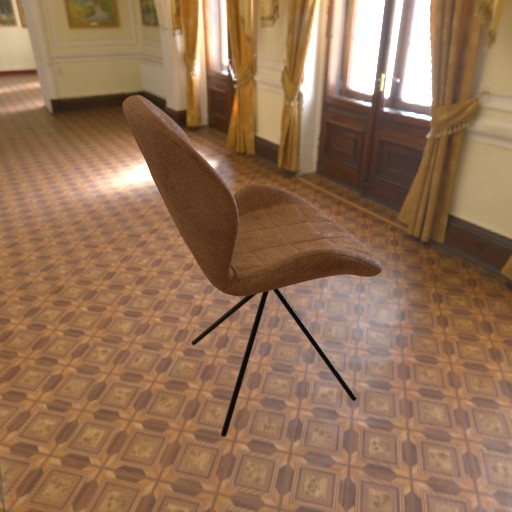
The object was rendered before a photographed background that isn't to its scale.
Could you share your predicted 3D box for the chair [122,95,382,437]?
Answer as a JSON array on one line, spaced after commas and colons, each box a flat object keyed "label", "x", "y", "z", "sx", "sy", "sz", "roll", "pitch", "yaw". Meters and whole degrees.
[{"label": "chair", "x": 0.000, "y": 0.000, "z": 1.312, "sx": 0.640, "sy": 0.929, "sz": 0.527, "roll": -9, "pitch": 30, "yaw": -16}]
